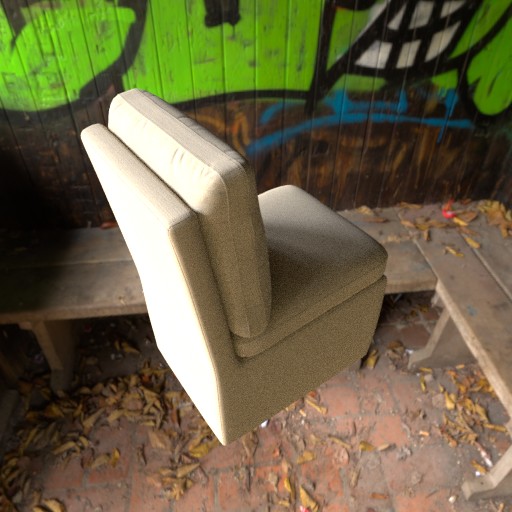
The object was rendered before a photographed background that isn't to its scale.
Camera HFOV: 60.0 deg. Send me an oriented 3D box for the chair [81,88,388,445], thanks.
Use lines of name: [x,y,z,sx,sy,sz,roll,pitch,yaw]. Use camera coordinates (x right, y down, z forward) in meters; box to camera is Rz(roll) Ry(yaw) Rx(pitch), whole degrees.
chair: [0.000,0.000,1.302,0.698,0.927,0.503,-24,46,-26]
